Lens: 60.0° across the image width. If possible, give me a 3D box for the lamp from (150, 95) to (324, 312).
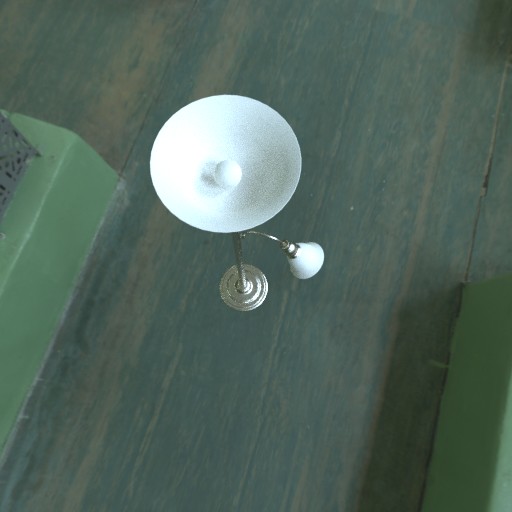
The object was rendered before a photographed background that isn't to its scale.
[{"bbox_3d":[0.000,0.000,2.043,0.575,1.785,0.405,16,75,4],"label":"lamp"}]
